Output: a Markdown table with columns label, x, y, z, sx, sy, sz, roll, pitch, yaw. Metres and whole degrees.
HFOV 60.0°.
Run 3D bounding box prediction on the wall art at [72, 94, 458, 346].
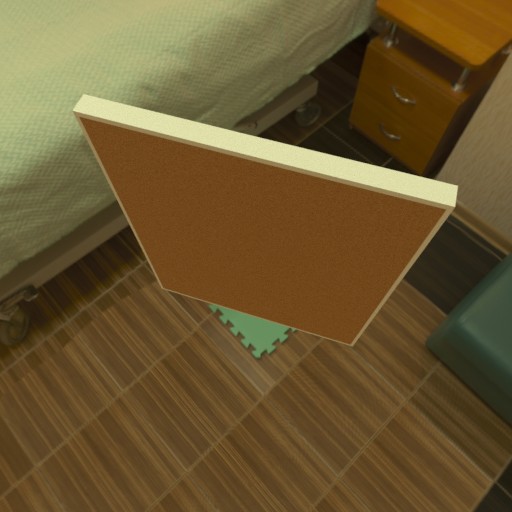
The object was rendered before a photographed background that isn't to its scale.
| label | x | y | z | sx | sy | sz | roll | pitch | yaw |
| --- | --- | --- | --- | --- | --- | --- | --- | --- | --- |
| wall art | 0.000 | 0.000 | 0.741 | 0.443 | 0.549 | 0.030 | 16 | 64 | 8 |
